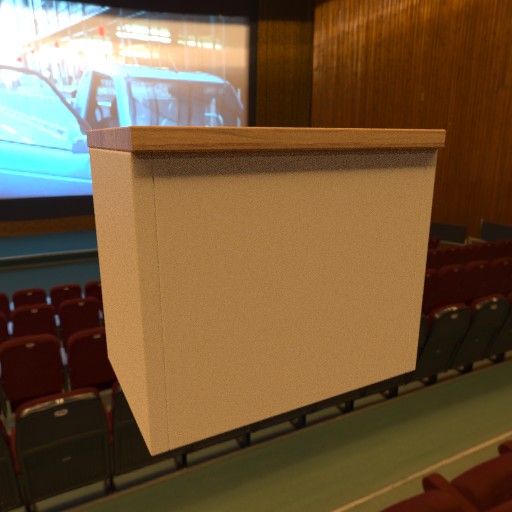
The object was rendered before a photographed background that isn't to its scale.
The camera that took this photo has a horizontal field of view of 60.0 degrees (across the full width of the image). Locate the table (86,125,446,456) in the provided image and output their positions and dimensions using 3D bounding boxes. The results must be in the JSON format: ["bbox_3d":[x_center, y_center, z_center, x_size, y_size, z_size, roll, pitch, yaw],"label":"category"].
[{"bbox_3d":[0.000,0.000,0.806,0.500,0.440,0.360,-8,17,-27],"label":"table"}]
